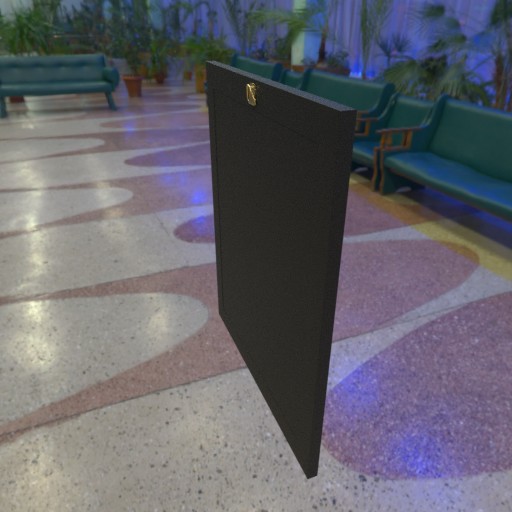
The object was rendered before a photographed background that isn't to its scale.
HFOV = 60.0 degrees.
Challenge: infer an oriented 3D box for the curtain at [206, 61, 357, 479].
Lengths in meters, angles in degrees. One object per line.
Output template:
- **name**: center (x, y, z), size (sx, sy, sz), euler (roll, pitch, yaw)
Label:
- **curtain**: center (0.000, 0.000, 0.779), size (0.027, 0.585, 0.483), euler (-11, 31, -19)
